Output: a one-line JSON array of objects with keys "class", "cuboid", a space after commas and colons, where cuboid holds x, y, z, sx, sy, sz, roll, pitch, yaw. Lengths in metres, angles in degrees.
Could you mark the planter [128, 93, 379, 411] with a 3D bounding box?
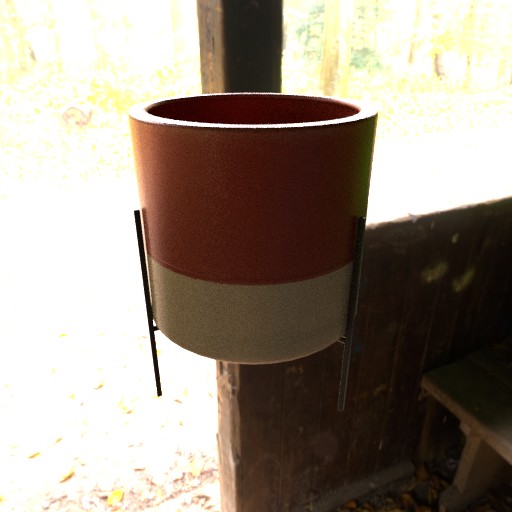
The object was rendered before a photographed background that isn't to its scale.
[{"class": "planter", "cuboid": [0.000, 0.000, 0.720, 0.354, 0.465, 0.345, 18, 31, 32]}]
